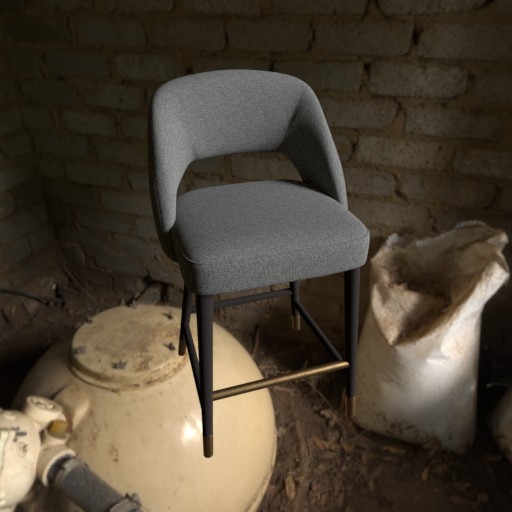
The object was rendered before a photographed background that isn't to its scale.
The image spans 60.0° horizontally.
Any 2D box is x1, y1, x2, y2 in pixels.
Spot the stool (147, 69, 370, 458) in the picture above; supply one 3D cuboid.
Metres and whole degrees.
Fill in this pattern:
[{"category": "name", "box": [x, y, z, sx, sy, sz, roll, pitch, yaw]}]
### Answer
[{"category": "stool", "box": [0.000, 0.000, 1.260, 0.536, 0.925, 0.524, -9, 32, -16]}]
